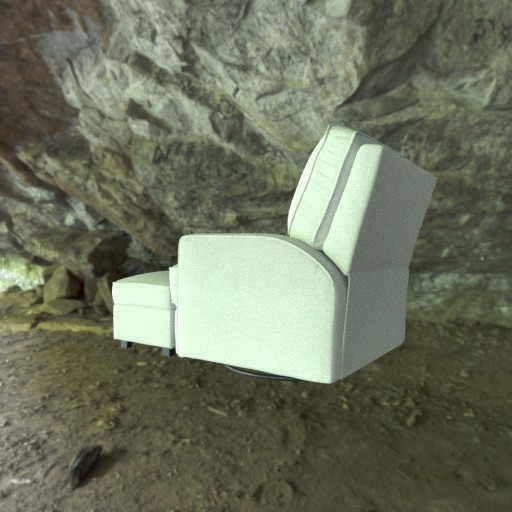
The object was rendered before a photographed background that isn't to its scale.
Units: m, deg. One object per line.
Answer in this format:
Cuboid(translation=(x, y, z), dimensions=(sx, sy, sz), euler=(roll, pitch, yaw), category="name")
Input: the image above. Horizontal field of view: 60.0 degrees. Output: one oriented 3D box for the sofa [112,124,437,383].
Cuboid(translation=(0.000, 0.000, 2.112), dimensions=(1.472, 0.959, 0.861), euler=(0, 1, 35), category="sofa")
